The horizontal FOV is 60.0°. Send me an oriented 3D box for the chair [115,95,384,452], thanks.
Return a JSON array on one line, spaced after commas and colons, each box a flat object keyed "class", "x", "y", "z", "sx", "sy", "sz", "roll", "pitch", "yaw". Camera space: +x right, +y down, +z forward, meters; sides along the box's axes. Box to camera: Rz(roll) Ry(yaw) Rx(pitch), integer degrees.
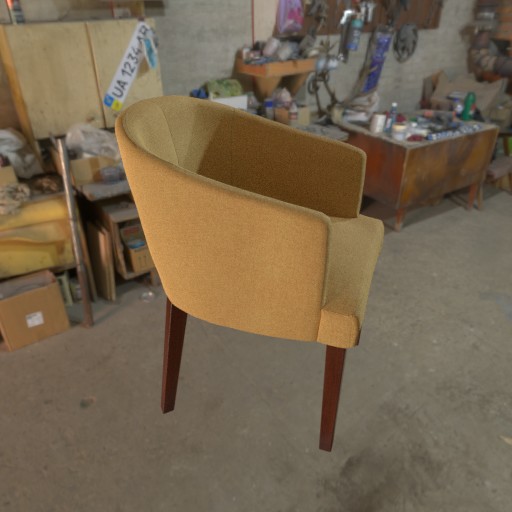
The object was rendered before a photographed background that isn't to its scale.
[{"class": "chair", "x": 0.000, "y": 0.000, "z": 1.248, "sx": 0.655, "sy": 0.811, "sz": 0.583, "roll": 10, "pitch": 30, "yaw": 17}]
